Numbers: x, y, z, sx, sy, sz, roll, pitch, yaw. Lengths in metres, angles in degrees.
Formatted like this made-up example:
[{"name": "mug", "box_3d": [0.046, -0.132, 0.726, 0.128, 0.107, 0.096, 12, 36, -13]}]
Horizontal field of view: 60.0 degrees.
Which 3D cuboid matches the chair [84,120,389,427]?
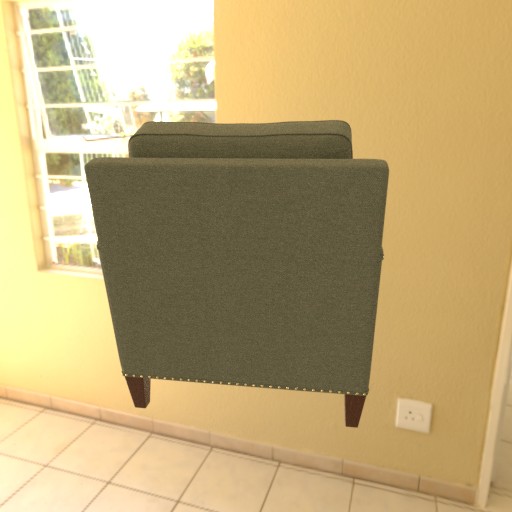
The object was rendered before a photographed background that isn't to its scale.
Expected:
[{"name": "chair", "box_3d": [0.000, 0.000, 1.804, 0.885, 1.031, 1.031, 2, 15, 8]}]
